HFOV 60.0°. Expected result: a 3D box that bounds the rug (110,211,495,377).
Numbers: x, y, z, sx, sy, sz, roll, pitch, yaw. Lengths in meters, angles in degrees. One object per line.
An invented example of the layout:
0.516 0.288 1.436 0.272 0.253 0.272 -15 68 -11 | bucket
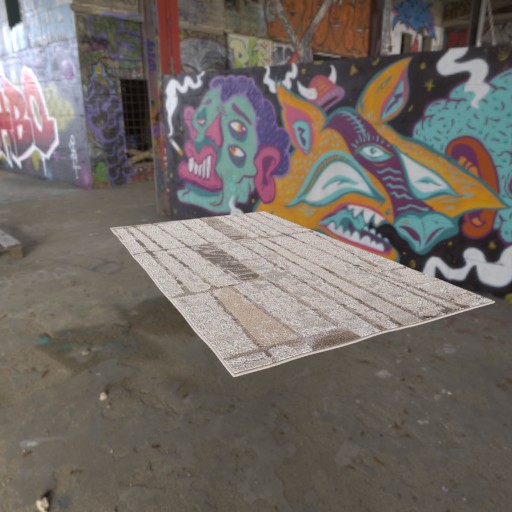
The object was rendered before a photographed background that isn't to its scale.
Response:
0.000 0.000 1.043 0.515 0.007 0.867 -9 20 -26 | rug
